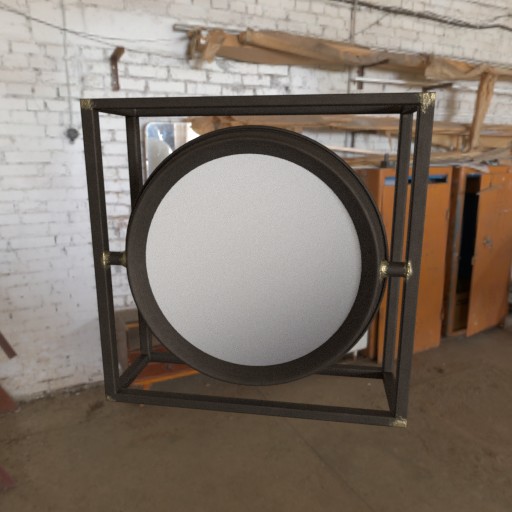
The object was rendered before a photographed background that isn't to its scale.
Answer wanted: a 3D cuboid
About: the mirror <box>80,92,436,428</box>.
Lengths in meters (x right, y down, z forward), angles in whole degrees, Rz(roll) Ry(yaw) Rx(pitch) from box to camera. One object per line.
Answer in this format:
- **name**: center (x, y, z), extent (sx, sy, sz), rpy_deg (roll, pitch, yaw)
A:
- **mirror**: center (0.000, 0.000, 0.459), extent (0.306, 0.303, 0.107), rpy_deg (2, 14, 9)
